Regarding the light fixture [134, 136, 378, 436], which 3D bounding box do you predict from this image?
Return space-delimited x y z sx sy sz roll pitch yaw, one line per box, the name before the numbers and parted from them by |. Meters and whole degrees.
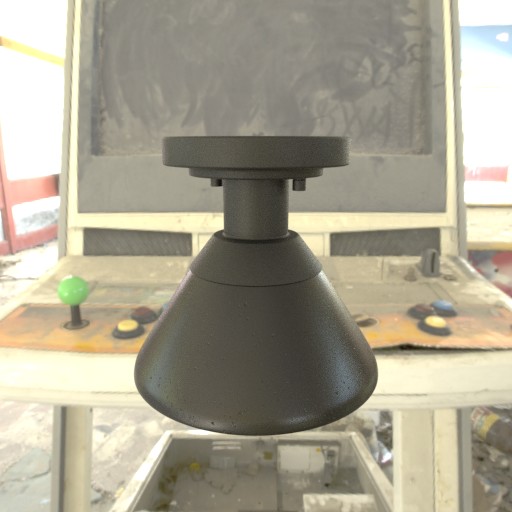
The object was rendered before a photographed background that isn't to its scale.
light fixture | 0.000 0.000 0.354 0.200 0.183 0.200 0 14 0
